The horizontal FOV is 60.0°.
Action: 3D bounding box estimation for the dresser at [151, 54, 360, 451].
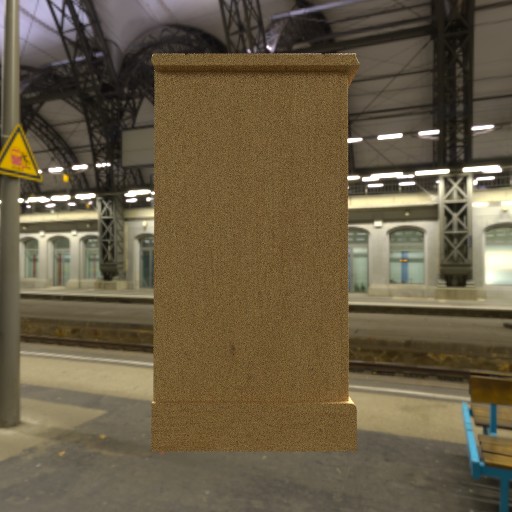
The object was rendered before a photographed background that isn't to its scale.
[{"bbox_3d":[0.000,0.000,1.383,0.440,0.835,0.915,0,-1,0],"label":"dresser"}]
